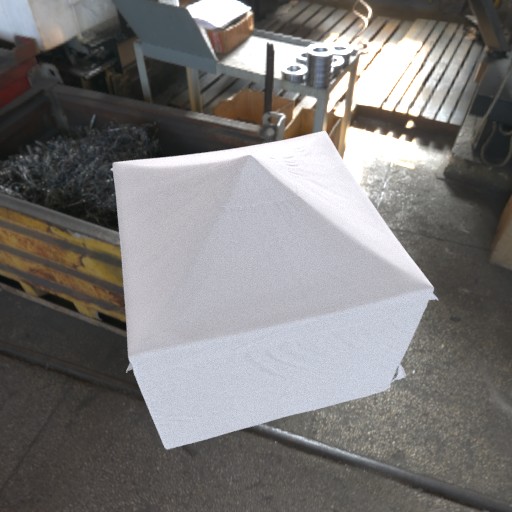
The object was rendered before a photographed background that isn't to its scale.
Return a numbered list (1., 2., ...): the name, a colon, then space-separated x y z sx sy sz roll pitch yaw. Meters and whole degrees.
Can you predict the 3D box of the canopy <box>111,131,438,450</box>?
1. canopy: 0.000 0.000 5.474 3.121 2.997 3.043 -11 48 -10
